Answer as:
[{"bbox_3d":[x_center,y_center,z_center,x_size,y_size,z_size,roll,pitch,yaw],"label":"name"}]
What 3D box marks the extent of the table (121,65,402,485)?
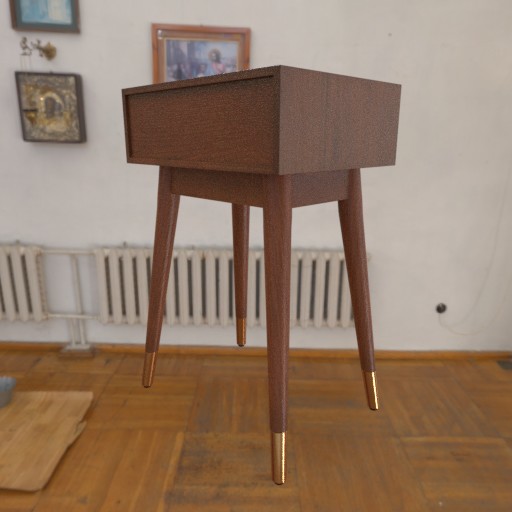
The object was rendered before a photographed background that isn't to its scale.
[{"bbox_3d":[0.000,0.000,0.835,0.300,0.599,0.406,-14,21,-43],"label":"table"}]
